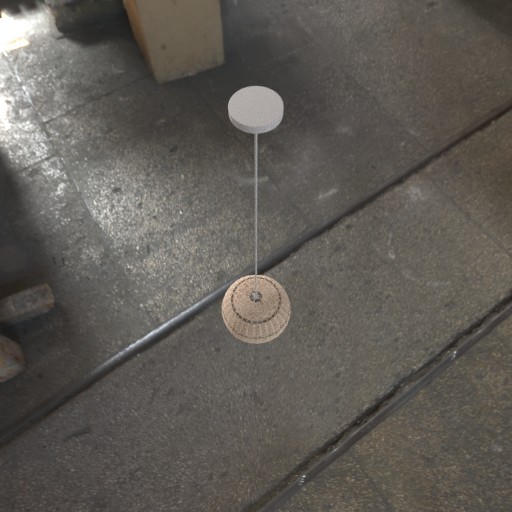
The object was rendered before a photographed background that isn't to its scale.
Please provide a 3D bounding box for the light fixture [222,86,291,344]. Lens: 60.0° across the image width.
[{"bbox_3d":[0.000,0.000,2.240,0.457,2.019,0.457,19,65,9],"label":"light fixture"}]
